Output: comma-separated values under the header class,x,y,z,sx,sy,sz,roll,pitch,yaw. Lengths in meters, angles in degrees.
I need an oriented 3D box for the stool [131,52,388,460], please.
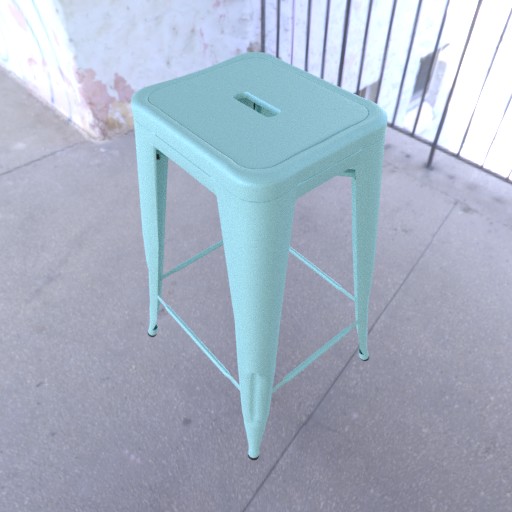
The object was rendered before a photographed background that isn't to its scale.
class,x,y,z,sx,sy,sz,roll,pitch,yaw
stool,0.000,0.000,0.825,0.359,0.609,0.399,-32,54,-27
